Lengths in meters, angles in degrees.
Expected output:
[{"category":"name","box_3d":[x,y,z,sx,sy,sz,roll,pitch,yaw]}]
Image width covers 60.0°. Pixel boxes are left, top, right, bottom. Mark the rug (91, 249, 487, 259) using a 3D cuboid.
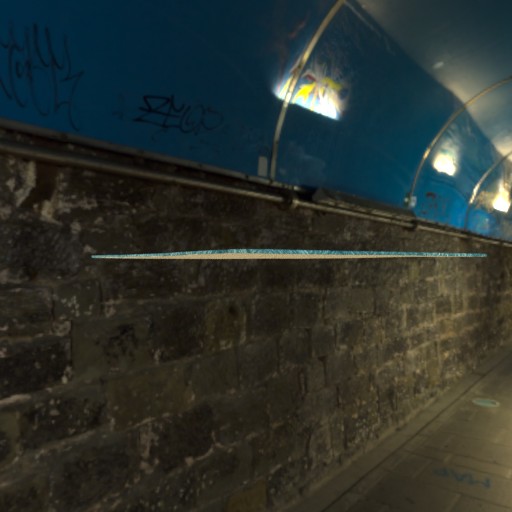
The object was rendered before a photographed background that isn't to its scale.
[{"category":"rug","box_3d":[0.000,0.000,2.197,1.136,0.017,1.728,1,-1,-35]}]
